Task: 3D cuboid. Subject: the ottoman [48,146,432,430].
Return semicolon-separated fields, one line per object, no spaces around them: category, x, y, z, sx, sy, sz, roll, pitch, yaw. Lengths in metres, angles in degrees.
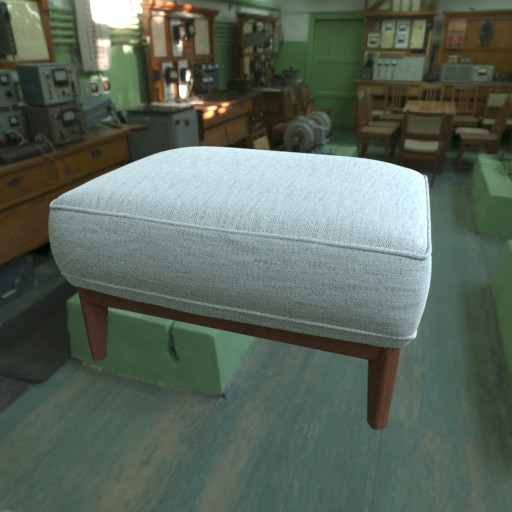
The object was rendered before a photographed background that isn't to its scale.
ottoman;0.000;0.000;1.124;0.794;0.465;0.594;8;27;17
